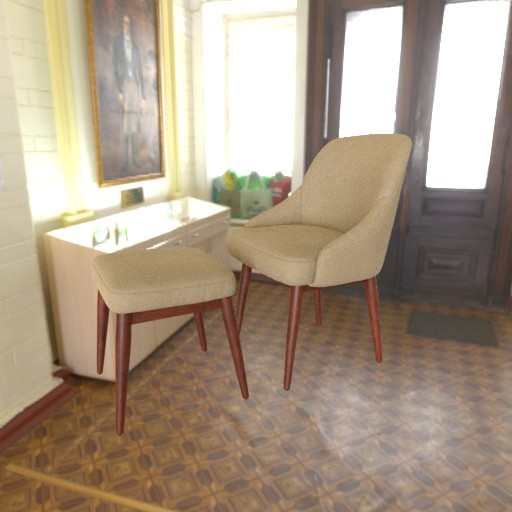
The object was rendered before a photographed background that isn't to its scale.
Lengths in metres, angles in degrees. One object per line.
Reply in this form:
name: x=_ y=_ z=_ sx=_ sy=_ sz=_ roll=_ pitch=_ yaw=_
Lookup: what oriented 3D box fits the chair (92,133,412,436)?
chair: x=0.000 y=0.000 z=1.602 sx=1.114 sy=0.866 sz=0.584 roll=-7 pitch=16 yaw=-26
